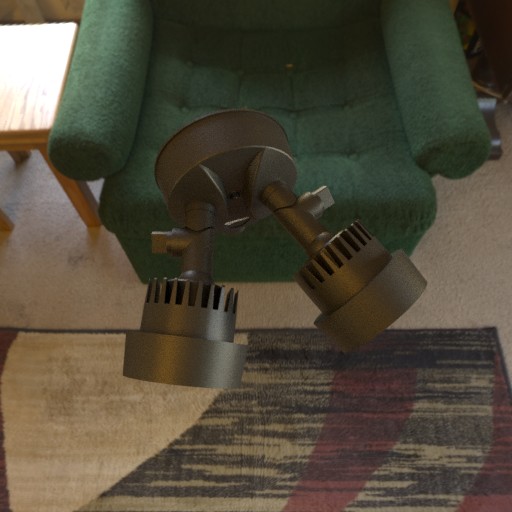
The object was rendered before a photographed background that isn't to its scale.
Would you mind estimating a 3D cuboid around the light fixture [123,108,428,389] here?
[{"bbox_3d":[0.000,0.000,0.316,0.213,0.120,0.168,-16,63,-8],"label":"light fixture"}]
